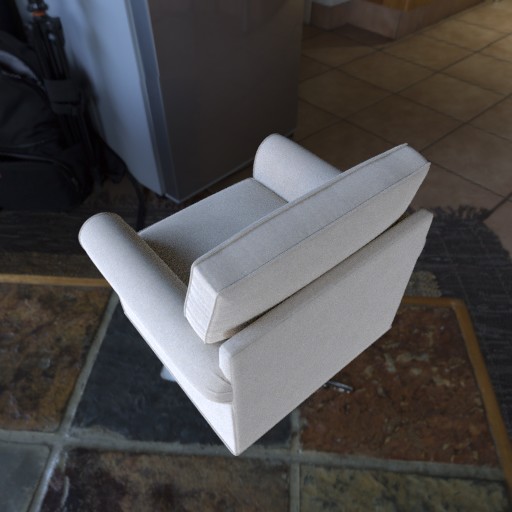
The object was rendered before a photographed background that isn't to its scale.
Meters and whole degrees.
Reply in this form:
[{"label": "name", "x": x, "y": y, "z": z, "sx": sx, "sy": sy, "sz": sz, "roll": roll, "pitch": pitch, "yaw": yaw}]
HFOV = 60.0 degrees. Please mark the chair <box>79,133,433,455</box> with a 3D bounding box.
[{"label": "chair", "x": 0.000, "y": 0.000, "z": 1.729, "sx": 1.040, "sy": 0.955, "sz": 0.863, "roll": -31, "pitch": 54, "yaw": -26}]
